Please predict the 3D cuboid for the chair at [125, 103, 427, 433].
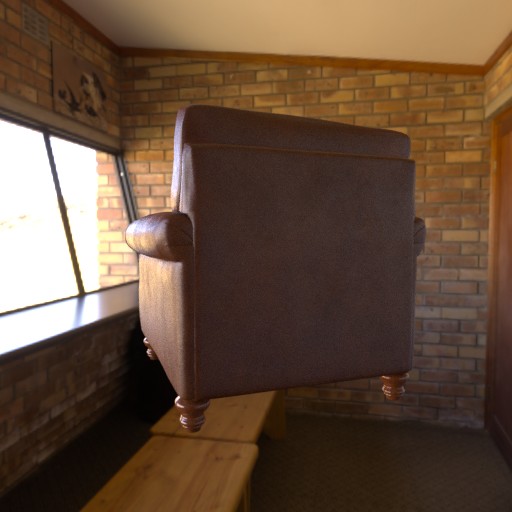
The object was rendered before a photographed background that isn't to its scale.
[{"bbox_3d":[0.000,0.000,1.798,0.989,0.972,0.992,-1,3,-20],"label":"chair"}]
